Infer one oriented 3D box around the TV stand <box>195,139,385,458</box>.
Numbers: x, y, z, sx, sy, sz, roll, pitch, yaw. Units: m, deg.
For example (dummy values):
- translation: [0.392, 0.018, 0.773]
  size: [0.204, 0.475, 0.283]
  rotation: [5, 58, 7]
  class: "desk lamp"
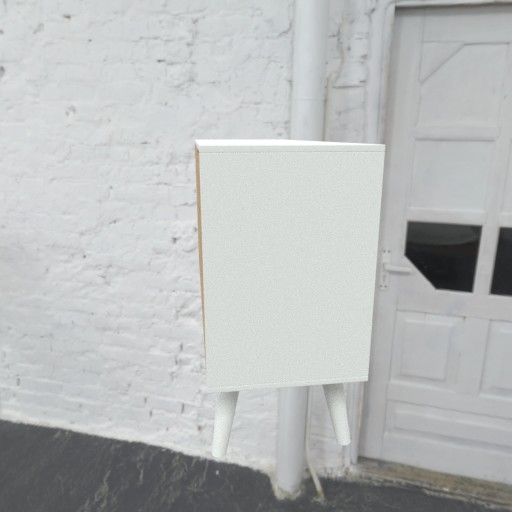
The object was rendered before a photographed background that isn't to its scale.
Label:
- translation: [0.000, 0.000, 1.620]
  size: [0.406, 0.812, 1.193]
  rotation: [-2, 15, -8]
  class: "TV stand"
